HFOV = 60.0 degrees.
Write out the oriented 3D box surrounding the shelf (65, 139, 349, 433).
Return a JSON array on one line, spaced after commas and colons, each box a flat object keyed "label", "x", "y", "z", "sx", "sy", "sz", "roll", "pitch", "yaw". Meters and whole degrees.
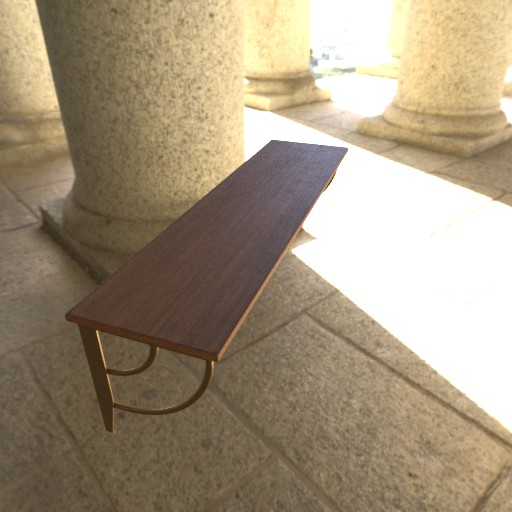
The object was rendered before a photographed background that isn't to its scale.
[{"label": "shelf", "x": 0.000, "y": 0.000, "z": 0.715, "sx": 0.166, "sy": 0.190, "sz": 0.636, "roll": 11, "pitch": 33, "yaw": 17}]
